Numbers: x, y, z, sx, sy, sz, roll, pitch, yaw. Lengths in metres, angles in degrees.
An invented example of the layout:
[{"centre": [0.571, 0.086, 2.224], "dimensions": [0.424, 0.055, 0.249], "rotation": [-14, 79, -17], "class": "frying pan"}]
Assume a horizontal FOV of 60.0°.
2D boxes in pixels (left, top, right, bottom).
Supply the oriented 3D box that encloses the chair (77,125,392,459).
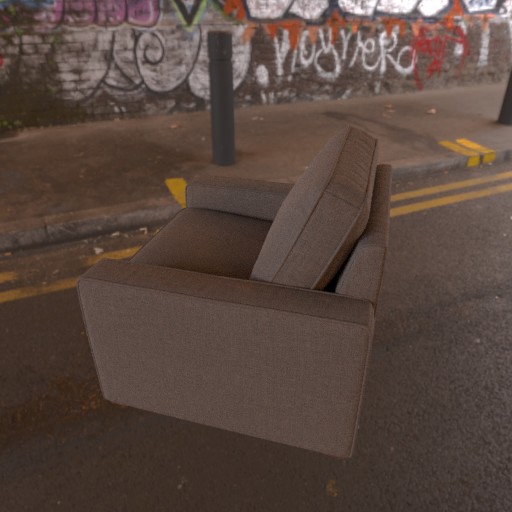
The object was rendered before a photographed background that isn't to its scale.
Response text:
[{"centre": [0.000, 0.000, 1.747], "dimensions": [0.940, 0.919, 1.017], "rotation": [8, 31, 14], "class": "chair"}]
